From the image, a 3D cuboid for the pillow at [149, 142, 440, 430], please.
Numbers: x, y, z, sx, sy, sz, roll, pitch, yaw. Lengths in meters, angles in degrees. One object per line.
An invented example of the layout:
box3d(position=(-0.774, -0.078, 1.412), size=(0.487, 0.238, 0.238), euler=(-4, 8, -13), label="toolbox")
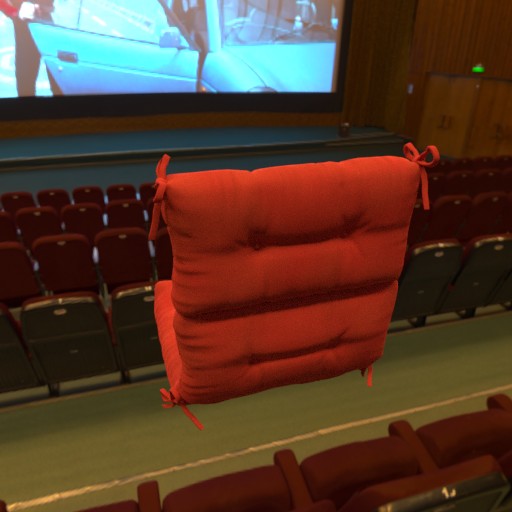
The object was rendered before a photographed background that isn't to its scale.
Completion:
box3d(position=(0.000, 0.000, 1.044), size=(0.519, 0.605, 0.571), euler=(-8, 28, -15), label="pillow")
